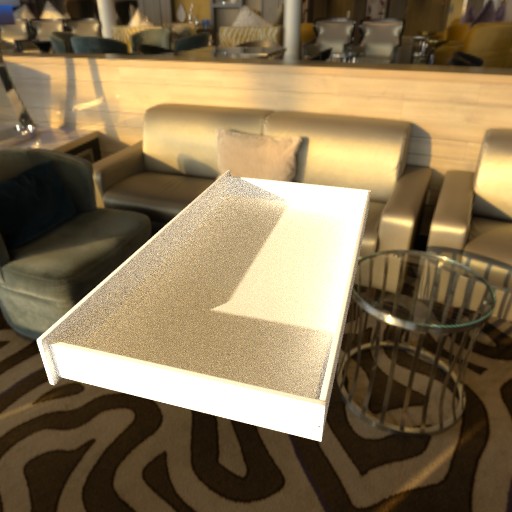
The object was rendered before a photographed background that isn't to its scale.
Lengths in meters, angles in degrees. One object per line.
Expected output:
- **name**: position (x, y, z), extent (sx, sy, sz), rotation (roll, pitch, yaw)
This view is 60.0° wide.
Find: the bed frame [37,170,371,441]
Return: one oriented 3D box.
- **bed frame**: position (0.000, 0.000, 1.518), extent (0.670, 0.141, 1.300), rotation (8, 30, 15)
